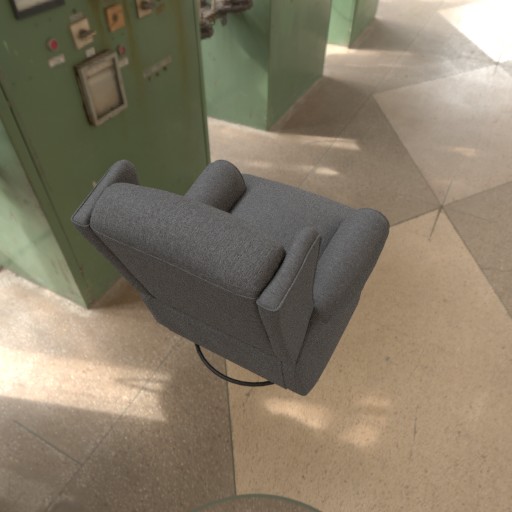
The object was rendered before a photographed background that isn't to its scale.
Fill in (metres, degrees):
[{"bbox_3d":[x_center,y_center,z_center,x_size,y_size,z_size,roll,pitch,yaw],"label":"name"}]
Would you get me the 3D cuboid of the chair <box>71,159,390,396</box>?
[{"bbox_3d":[0.000,0.000,1.724,0.847,1.011,0.969,22,50,20],"label":"chair"}]
